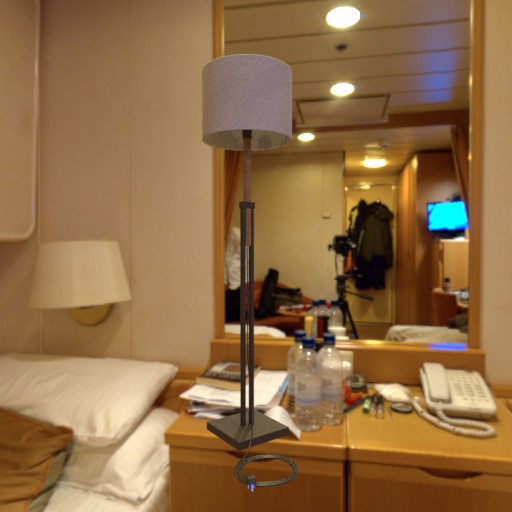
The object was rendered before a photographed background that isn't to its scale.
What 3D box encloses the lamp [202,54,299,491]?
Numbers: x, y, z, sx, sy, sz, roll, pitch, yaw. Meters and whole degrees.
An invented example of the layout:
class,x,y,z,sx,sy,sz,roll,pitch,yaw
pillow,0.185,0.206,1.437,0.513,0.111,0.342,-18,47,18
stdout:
class,x,y,z,sx,sy,sz,roll,pitch,yaw
lamp,0.000,0.000,1.911,0.474,1.650,0.639,-1,1,-36
